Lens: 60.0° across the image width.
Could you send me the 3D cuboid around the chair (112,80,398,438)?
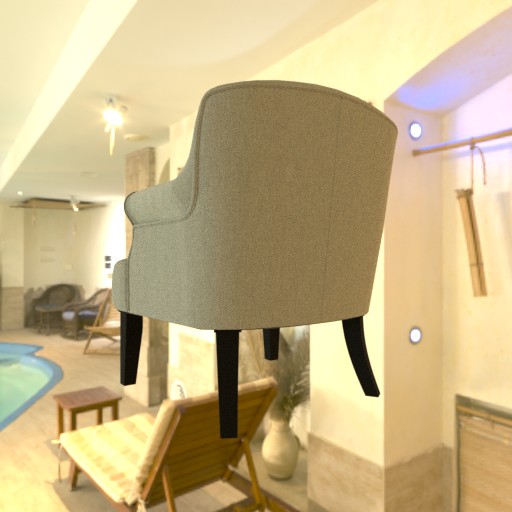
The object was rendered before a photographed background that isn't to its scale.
[{"bbox_3d":[0.000,0.000,1.454,0.772,0.880,0.755,0,0,-36],"label":"chair"}]
